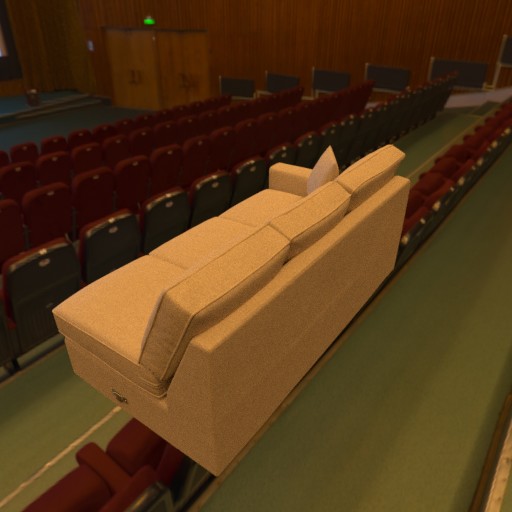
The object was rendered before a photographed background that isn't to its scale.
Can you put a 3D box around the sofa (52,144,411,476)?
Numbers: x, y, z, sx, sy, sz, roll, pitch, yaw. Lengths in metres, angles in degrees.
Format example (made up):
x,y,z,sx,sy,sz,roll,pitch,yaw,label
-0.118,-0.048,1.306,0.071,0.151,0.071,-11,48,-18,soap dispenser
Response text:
x,y,z,sx,sy,sz,roll,pitch,yaw,label
0.000,0.000,2.513,1.034,0.946,1.962,21,37,30,sofa
